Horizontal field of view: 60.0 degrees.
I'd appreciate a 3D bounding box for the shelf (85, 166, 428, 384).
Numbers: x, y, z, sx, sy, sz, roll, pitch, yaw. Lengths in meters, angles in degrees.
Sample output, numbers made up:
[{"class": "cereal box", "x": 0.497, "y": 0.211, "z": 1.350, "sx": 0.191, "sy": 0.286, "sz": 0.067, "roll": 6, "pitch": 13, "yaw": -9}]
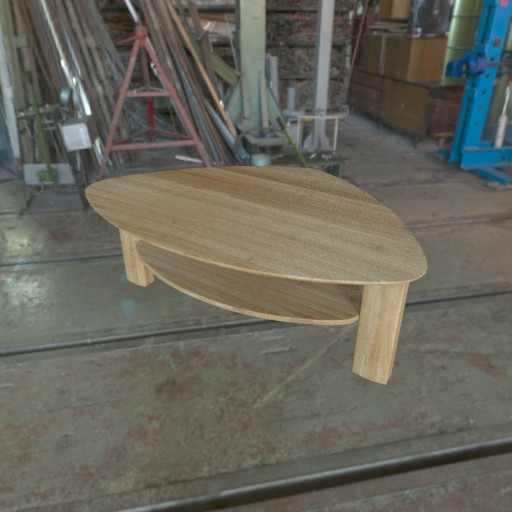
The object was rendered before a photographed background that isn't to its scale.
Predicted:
[{"class": "shelf", "x": 0.000, "y": 0.000, "z": 1.640, "sx": 1.240, "sy": 0.439, "sz": 0.863, "roll": 17, "pitch": 33, "yaw": 29}]
